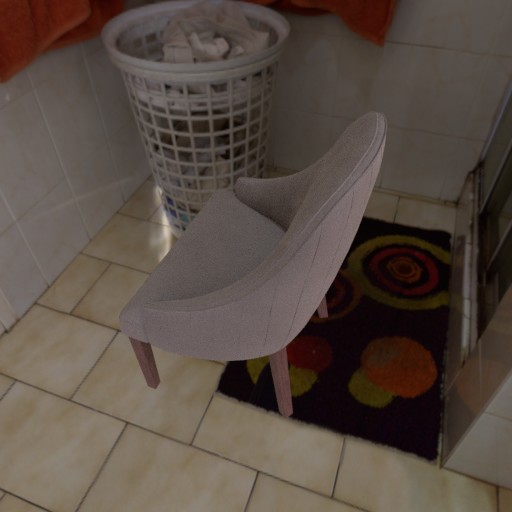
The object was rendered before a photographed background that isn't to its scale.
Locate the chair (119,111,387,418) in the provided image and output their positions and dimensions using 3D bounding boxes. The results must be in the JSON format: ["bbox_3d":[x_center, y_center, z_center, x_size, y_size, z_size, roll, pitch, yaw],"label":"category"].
[{"bbox_3d":[0.000,0.000,1.298,0.575,0.889,0.643,16,48,15],"label":"chair"}]
